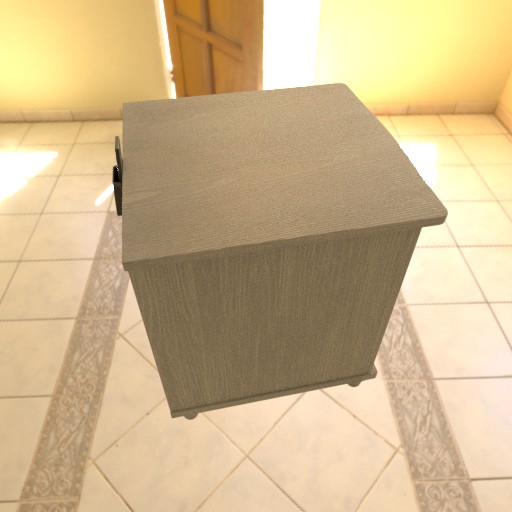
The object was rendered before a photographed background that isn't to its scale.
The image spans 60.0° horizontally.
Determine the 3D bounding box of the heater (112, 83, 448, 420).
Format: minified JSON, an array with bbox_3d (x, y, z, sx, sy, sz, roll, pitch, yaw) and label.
[{"bbox_3d":[0.000,0.000,0.754,0.400,0.481,0.362,-8,46,-8],"label":"heater"}]
